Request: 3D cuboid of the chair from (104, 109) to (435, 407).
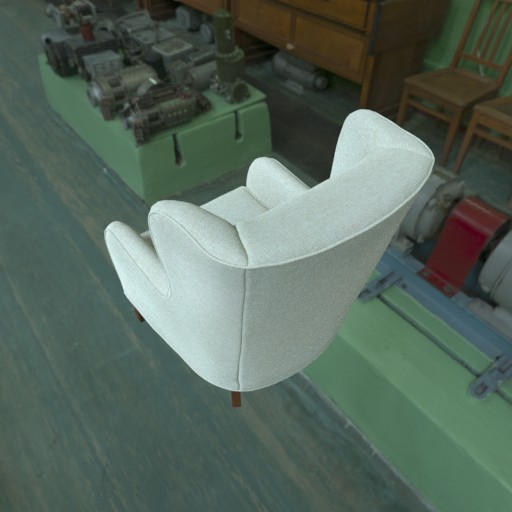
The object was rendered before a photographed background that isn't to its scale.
[{"bbox_3d":[0.000,0.000,1.702,0.838,1.040,0.966,-30,52,-27],"label":"chair"}]
